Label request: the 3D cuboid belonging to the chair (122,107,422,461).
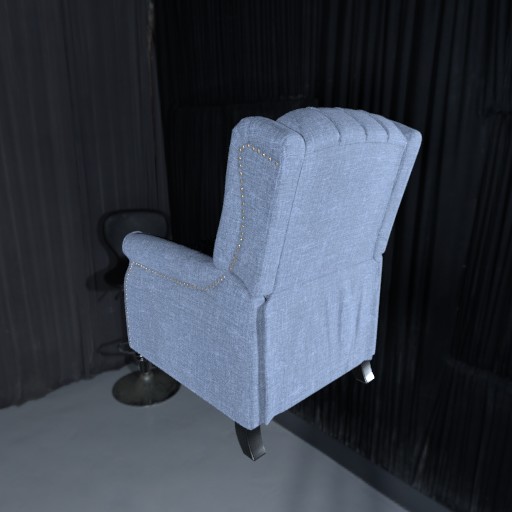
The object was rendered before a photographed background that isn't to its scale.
[{"bbox_3d":[0.000,0.000,1.656,0.742,1.035,0.898,-15,22,-41],"label":"chair"}]
